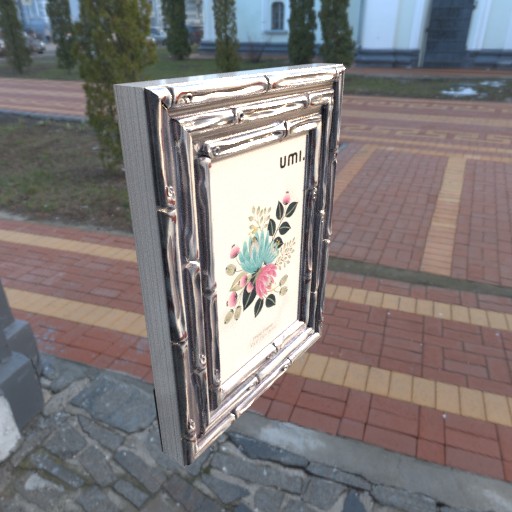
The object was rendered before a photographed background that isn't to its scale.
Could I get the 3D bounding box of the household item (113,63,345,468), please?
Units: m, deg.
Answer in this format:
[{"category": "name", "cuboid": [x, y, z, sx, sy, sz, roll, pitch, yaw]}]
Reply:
[{"category": "household item", "cuboid": [0.000, 0.000, 0.281, 0.025, 0.216, 0.165, 19, 33, 33]}]
